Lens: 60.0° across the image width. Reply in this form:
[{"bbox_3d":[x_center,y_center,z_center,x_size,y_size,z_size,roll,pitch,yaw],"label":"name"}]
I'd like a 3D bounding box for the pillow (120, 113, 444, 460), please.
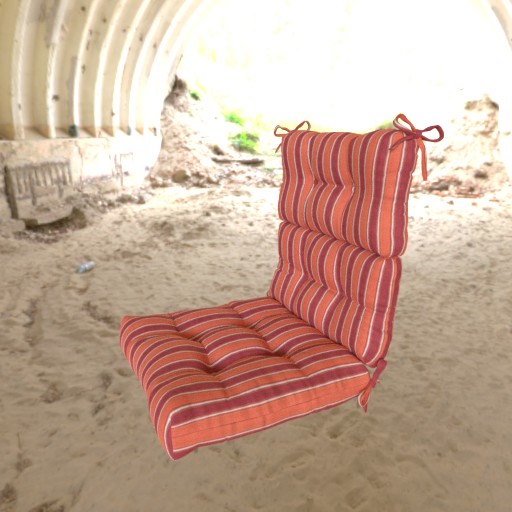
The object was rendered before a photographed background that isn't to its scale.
[{"bbox_3d":[0.000,0.000,0.999,0.571,0.605,0.519,-7,17,-25],"label":"pillow"}]
